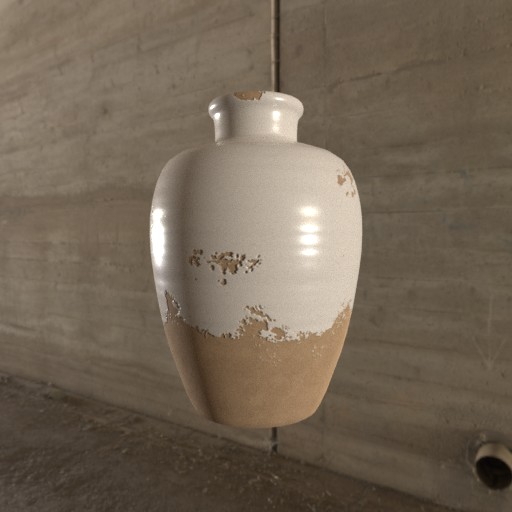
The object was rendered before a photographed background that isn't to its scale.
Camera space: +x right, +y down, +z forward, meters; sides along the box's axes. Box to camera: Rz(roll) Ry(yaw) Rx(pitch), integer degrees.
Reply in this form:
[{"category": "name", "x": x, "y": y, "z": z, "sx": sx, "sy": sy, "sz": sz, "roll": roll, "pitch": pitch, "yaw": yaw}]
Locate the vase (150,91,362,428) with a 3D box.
[{"category": "vase", "x": 0.000, "y": 0.000, "z": 0.340, "sx": 0.158, "sy": 0.228, "sz": 0.158, "roll": 0, "pitch": 3, "yaw": 0}]
